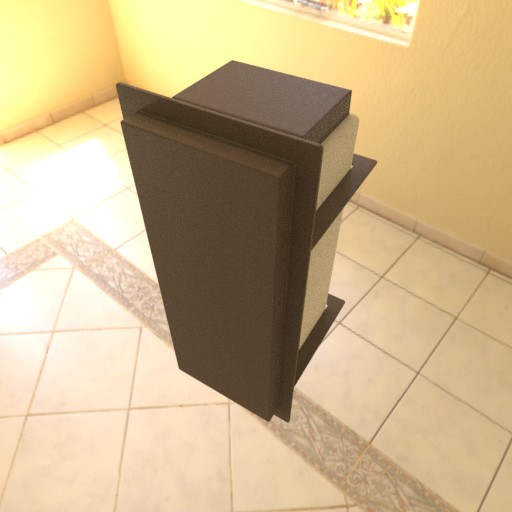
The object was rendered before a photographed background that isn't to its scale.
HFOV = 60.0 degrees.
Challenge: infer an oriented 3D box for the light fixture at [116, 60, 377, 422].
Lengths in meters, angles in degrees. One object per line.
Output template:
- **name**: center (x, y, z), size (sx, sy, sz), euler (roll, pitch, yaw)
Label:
- **light fixture**: center (0.000, 0.000, 0.426), size (0.153, 0.347, 0.146), euler (24, 50, 22)
